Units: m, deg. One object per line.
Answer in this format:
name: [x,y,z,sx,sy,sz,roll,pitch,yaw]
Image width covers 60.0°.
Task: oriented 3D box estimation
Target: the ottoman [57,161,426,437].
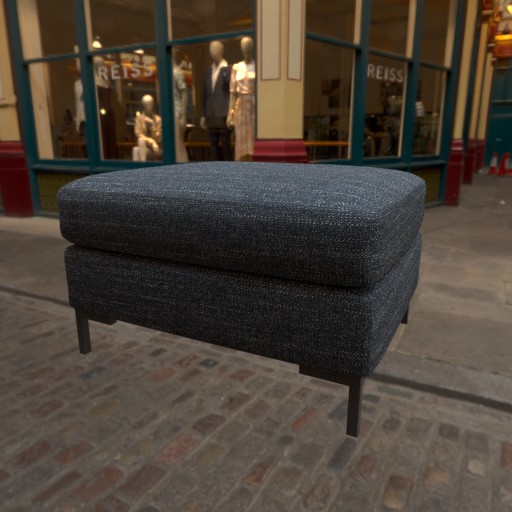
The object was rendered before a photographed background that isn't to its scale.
ottoman: [0.000,0.000,1.235,0.814,0.491,0.667,8,17,26]
